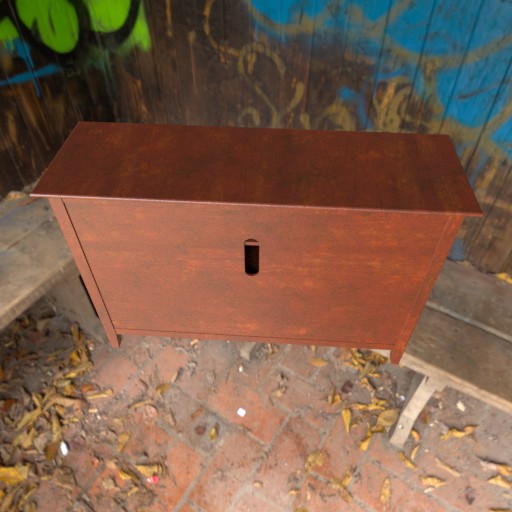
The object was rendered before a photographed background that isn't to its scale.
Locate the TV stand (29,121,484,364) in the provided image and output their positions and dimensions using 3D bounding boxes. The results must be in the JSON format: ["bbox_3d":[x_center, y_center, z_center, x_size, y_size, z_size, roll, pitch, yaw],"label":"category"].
[{"bbox_3d":[0.000,0.000,1.813,1.372,0.915,0.445,3,46,3],"label":"TV stand"}]
